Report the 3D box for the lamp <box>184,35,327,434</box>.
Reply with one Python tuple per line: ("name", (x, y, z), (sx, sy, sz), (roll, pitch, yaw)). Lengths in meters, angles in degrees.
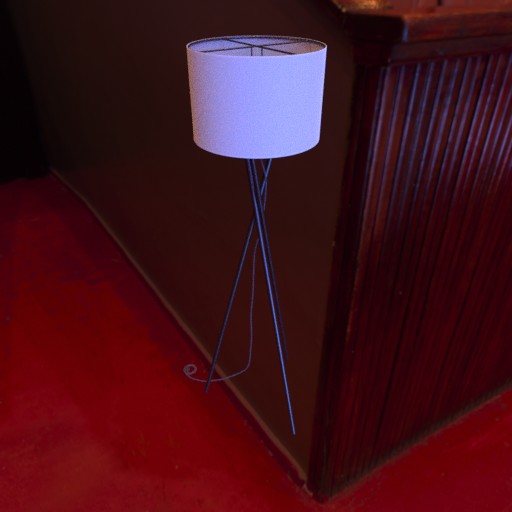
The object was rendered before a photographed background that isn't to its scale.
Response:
("lamp", (0.000, 0.000, 1.855), (0.522, 1.624, 0.667), (-21, 39, -29))
